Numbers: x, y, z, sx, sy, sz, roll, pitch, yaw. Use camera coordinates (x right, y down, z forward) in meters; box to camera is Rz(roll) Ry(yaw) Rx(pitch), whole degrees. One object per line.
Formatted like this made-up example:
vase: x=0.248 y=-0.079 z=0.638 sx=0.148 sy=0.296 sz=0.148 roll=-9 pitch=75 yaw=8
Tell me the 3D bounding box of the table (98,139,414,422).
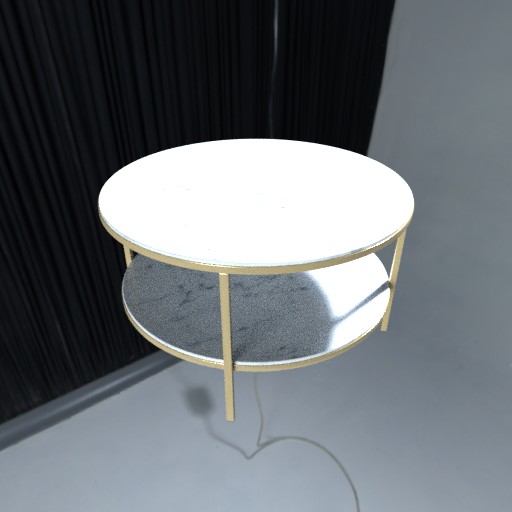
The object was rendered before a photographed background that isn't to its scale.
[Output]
table: x=0.000 y=0.000 z=1.284 sx=0.800 sy=0.450 sz=0.800 roll=0 pitch=31 yaw=0
